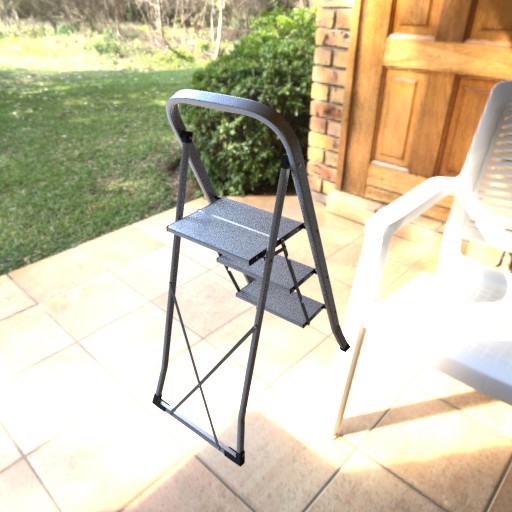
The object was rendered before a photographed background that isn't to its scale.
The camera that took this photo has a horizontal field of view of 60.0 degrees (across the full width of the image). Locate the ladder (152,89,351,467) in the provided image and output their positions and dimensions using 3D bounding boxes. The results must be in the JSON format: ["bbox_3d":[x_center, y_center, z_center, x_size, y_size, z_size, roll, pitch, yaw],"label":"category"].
[{"bbox_3d":[0.000,0.000,1.457,0.465,1.070,0.704,22,38,31],"label":"ladder"}]
